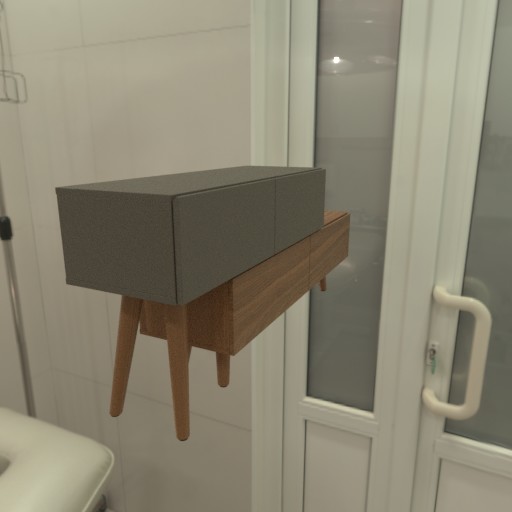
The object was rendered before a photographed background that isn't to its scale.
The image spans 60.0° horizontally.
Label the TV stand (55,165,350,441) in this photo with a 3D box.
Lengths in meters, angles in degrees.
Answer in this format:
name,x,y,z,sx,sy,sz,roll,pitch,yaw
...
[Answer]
name,x,y,z,sx,sy,sz,roll,pitch,yaw
TV stand,0.000,0.000,1.560,0.329,0.591,1.336,7,16,25
